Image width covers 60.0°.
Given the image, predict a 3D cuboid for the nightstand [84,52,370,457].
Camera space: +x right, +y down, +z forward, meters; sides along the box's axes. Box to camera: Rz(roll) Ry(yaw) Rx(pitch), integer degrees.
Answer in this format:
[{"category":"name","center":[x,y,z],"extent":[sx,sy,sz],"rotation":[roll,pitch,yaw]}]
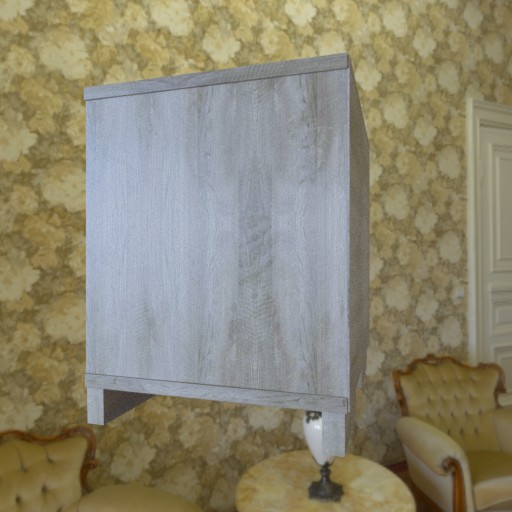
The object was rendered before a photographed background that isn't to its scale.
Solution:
[{"category":"nightstand","center":[0.000,0.000,0.741],"extent":[0.347,0.448,0.427],"rotation":[0,0,17]}]
